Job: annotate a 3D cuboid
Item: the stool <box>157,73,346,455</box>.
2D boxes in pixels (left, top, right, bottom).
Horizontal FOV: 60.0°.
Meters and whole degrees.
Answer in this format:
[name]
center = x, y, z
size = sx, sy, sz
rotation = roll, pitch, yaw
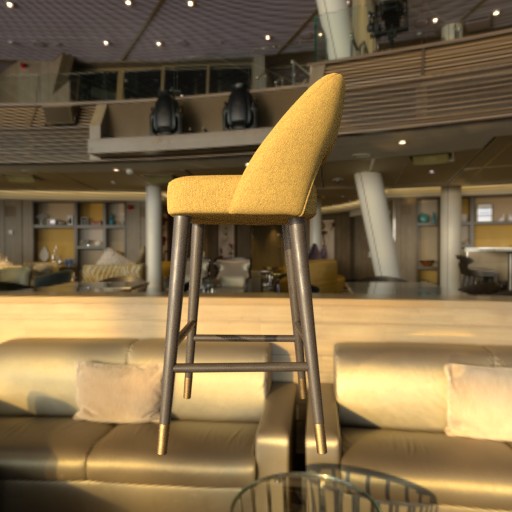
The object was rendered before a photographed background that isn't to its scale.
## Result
[stool]
center = 0.000, 0.000, 1.377
size = 0.522, 1.032, 0.536
rotation = 0, 1, 0
